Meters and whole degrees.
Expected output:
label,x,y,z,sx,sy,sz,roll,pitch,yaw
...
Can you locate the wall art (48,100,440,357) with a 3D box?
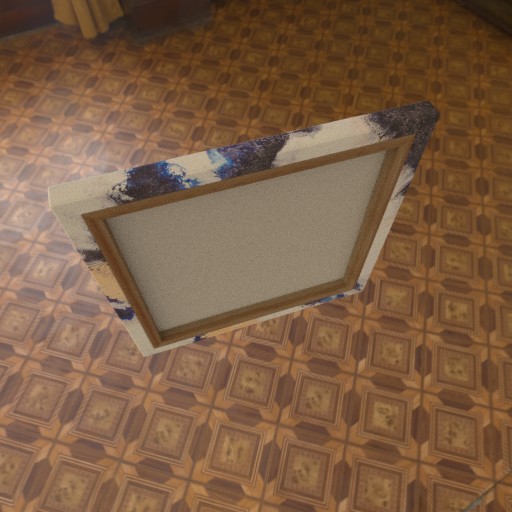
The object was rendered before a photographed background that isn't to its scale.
label,x,y,z,sx,sy,sz,roll,pitch,yaw
wall art,0.000,0.000,0.924,0.609,0.609,0.039,-15,59,-9
